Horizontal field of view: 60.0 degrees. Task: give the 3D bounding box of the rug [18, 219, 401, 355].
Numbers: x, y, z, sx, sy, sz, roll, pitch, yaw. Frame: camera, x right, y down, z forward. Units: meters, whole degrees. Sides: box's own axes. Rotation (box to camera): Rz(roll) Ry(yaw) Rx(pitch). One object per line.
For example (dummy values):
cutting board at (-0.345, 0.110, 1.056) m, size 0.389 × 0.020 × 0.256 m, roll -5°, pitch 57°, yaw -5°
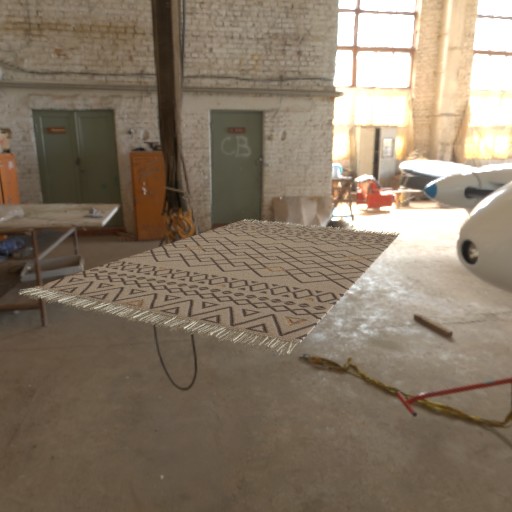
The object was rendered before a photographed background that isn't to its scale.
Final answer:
rug at (0.000, 0.000, 2.439) m, size 1.224 × 0.028 × 2.023 m, roll 7°, pitch 16°, yaw 26°
